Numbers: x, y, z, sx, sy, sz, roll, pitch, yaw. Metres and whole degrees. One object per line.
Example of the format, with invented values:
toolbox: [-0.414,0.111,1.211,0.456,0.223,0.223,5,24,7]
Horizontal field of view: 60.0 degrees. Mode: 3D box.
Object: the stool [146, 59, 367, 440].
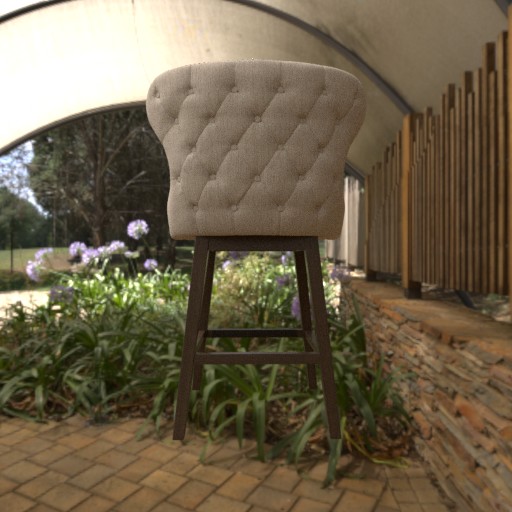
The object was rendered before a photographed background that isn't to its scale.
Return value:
stool: [0.000,0.000,1.366,0.615,0.972,0.597,0,0,-1]
